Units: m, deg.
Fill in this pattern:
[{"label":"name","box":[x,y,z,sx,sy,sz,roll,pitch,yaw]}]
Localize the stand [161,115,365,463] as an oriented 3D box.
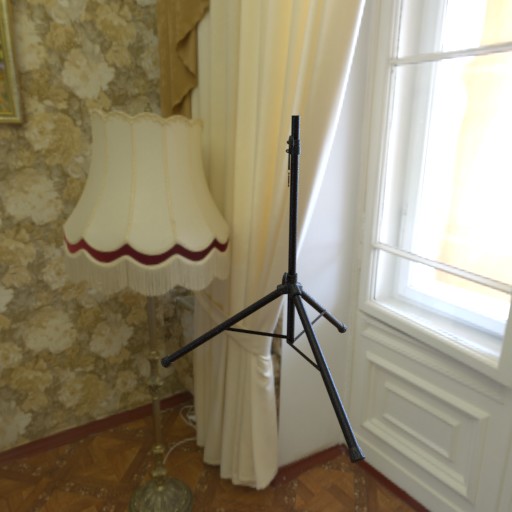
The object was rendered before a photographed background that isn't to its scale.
[{"label":"stand","box":[0.000,0.000,1.880,0.907,1.136,1.045,3,17,9]}]
